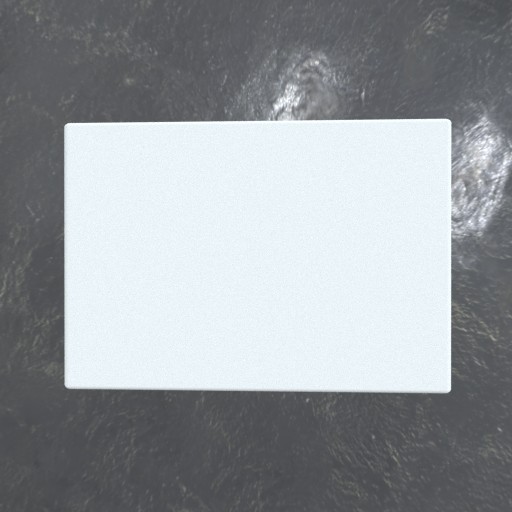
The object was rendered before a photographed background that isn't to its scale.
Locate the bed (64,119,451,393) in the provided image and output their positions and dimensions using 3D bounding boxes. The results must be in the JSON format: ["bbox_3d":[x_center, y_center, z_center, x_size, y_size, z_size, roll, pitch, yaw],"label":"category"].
[{"bbox_3d":[0.000,0.000,2.481,1.927,0.616,1.348,0,90,2],"label":"bed"}]
